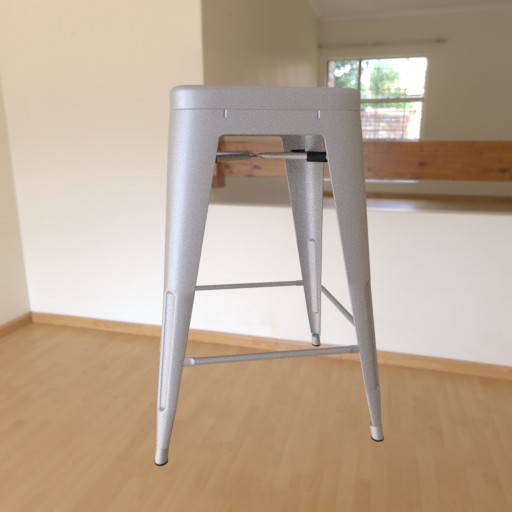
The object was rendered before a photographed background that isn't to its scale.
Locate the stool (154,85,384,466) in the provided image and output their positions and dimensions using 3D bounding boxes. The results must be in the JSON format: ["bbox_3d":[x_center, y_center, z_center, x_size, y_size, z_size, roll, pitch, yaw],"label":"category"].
[{"bbox_3d":[0.000,0.000,0.888,0.410,0.608,0.410,-2,15,-9],"label":"stool"}]
